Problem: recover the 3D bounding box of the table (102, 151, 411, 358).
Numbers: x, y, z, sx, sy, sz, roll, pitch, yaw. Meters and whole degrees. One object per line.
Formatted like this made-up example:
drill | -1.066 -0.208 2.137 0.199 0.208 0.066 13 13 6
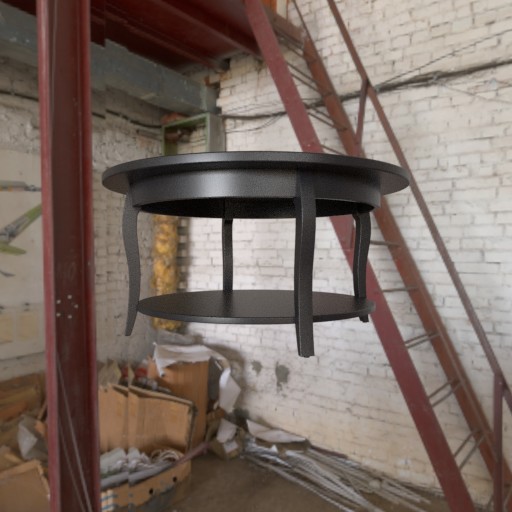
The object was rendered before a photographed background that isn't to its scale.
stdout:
table | 0.000 0.000 1.393 0.914 0.457 0.914 0 1 0
